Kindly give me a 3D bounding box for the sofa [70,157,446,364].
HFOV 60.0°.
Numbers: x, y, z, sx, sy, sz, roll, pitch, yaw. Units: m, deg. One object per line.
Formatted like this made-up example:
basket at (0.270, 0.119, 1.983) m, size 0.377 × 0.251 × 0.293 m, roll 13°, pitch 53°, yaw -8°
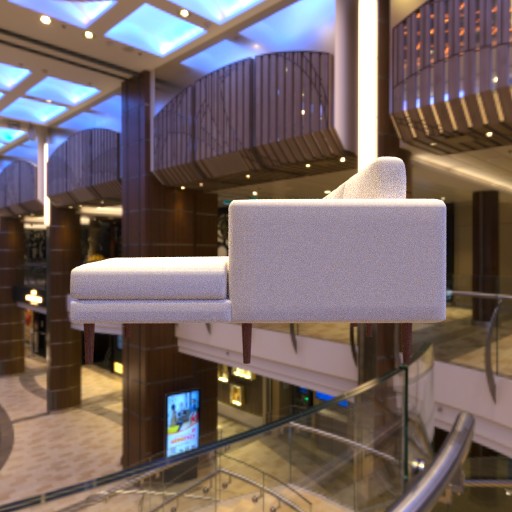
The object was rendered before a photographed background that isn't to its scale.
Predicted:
sofa at (0.000, 0.000, 2.838) m, size 1.580 × 0.899 × 2.029 m, roll 0°, pitch 0°, yaw -1°
